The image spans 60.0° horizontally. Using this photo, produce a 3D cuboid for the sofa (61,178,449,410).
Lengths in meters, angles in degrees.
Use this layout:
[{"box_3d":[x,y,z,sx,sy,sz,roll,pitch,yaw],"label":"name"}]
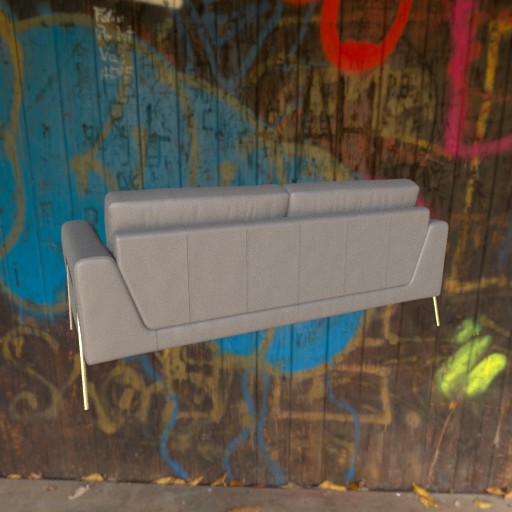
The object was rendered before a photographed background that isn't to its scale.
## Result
[{"box_3d":[0.000,0.000,2.552,2.017,0.875,0.953,-7,16,-25],"label":"sofa"}]
